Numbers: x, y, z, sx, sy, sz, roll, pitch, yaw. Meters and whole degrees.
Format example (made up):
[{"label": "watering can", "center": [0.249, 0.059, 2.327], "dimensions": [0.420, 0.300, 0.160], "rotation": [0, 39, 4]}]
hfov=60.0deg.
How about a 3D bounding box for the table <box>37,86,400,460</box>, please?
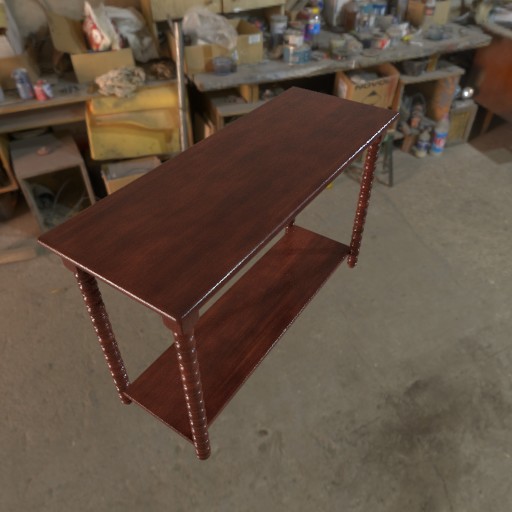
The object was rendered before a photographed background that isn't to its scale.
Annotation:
[{"label": "table", "center": [0.000, 0.000, 1.555], "dimensions": [0.459, 0.740, 1.184], "rotation": [24, 46, 25]}]
